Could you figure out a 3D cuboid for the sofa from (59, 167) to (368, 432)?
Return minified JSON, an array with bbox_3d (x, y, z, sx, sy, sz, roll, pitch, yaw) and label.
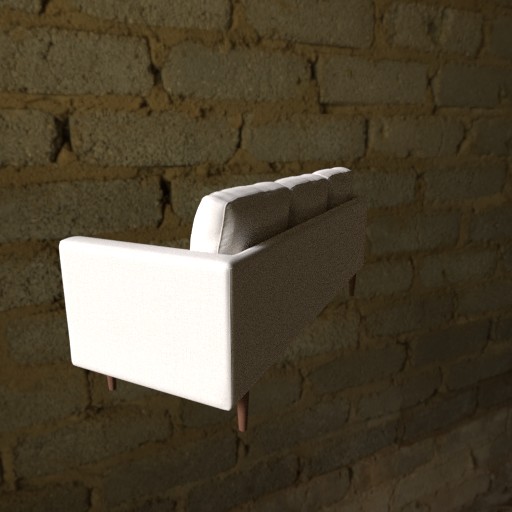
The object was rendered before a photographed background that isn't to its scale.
[{"bbox_3d":[0.000,0.000,2.501,0.802,0.912,2.029,7,16,25],"label":"sofa"}]
